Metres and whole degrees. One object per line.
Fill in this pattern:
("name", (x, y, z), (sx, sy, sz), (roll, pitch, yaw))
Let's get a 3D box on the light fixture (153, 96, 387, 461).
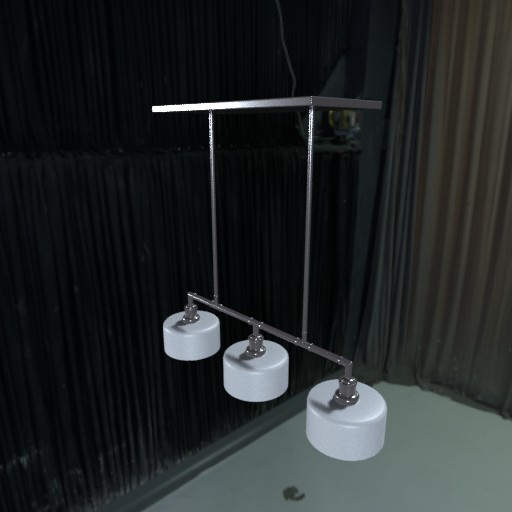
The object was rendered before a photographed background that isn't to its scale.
("light fixture", (0.000, 0.000, 0.857), (0.177, 0.557, 0.582), (-15, 22, -42))
